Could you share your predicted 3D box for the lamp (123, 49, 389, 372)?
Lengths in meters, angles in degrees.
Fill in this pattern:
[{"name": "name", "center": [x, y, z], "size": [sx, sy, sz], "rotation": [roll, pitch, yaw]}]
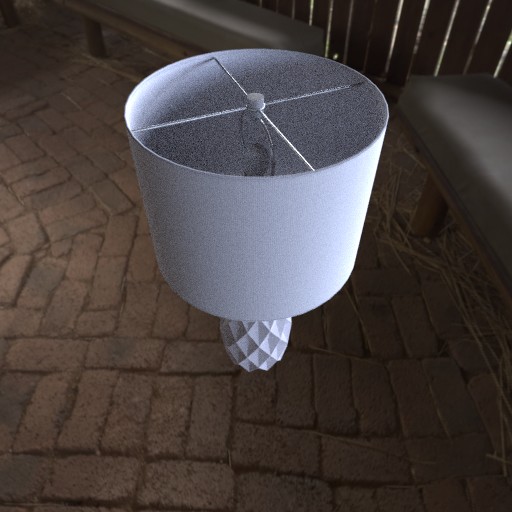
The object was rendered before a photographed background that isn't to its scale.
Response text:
[{"name": "lamp", "center": [0.000, 0.000, 0.691], "size": [0.297, 0.522, 0.297], "rotation": [0, 46, 0]}]
